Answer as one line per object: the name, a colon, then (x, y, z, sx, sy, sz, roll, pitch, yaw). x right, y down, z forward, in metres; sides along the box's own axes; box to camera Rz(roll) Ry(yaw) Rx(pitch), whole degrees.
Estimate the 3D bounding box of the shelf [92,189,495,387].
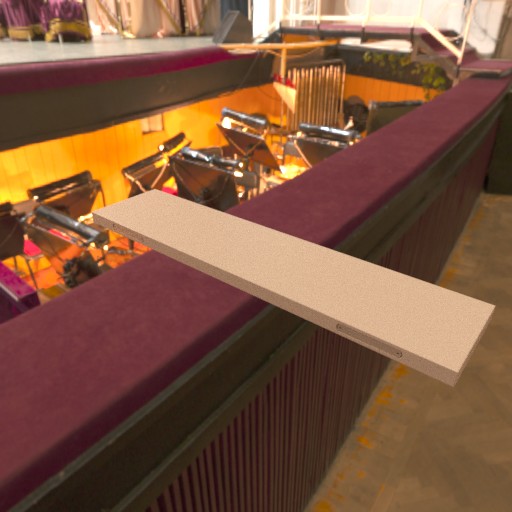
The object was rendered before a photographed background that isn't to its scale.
shelf: (0.000, 0.000, 0.644, 0.610, 0.020, 0.140, 22, 36, 33)
